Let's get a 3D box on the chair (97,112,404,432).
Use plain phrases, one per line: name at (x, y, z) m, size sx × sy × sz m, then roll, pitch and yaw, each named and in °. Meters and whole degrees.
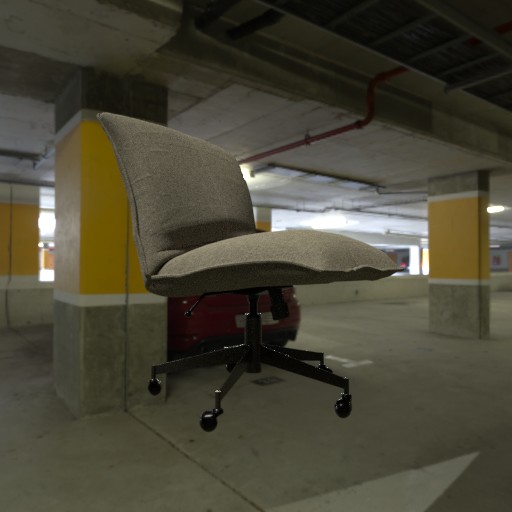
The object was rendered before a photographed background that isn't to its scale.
chair at (0.000, 0.000, 1.270) m, size 0.696 × 0.811 × 0.597 m, roll -1°, pitch -1°, yaw 35°
